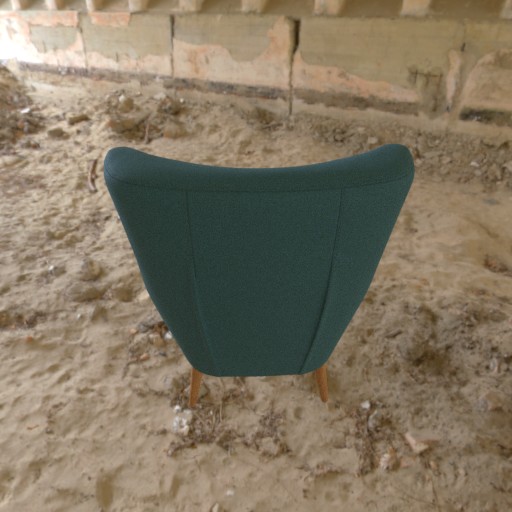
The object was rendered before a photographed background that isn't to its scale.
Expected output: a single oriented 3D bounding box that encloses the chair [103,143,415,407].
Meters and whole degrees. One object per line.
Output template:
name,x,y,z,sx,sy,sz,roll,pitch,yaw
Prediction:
chair,0.000,0.000,1.537,0.890,0.889,0.889,-1,29,-2
